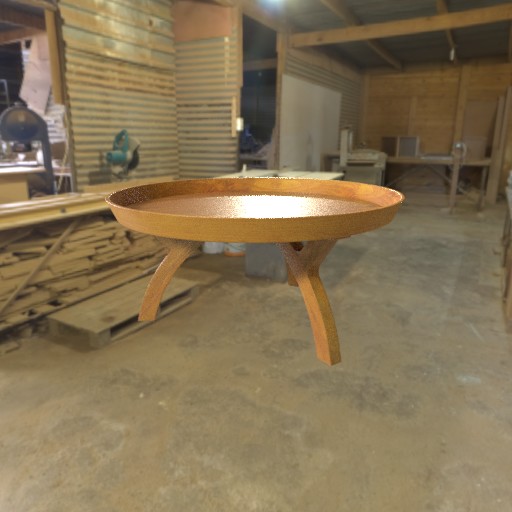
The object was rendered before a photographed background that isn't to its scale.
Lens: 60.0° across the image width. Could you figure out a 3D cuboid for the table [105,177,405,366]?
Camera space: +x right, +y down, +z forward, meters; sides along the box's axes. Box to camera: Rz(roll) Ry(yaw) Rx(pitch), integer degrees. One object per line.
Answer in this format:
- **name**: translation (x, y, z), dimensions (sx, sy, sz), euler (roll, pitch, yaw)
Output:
- **table**: translation (0.000, 0.000, 1.614), dimensions (1.016, 0.470, 1.016), euler (0, 16, 0)
